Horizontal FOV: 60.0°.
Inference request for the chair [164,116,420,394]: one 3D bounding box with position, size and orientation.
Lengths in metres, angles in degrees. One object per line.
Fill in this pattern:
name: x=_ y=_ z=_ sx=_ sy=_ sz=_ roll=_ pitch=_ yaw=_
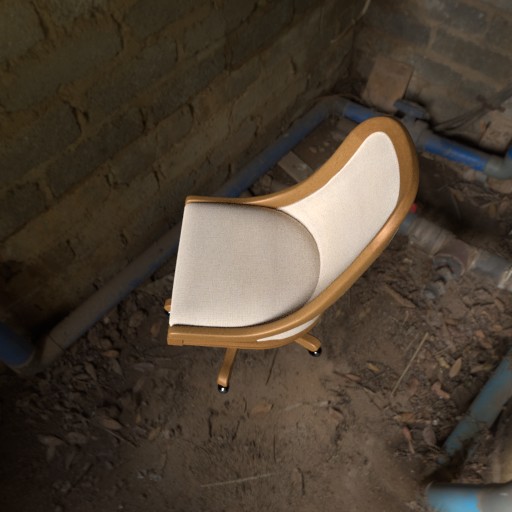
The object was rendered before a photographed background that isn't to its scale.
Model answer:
chair: x=0.000 y=0.000 z=1.533 sx=0.811 sy=1.009 sz=0.702 roll=1 pitch=59 yaw=1
